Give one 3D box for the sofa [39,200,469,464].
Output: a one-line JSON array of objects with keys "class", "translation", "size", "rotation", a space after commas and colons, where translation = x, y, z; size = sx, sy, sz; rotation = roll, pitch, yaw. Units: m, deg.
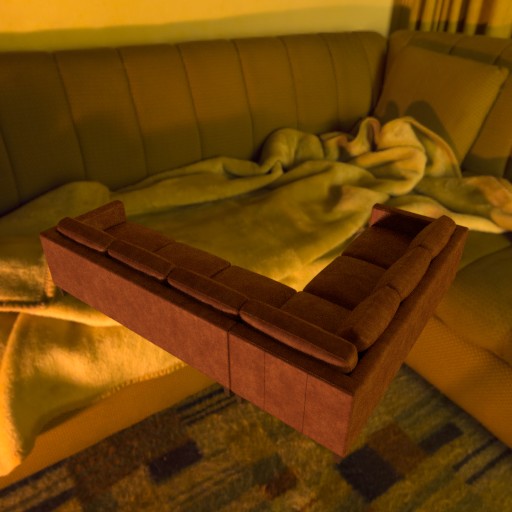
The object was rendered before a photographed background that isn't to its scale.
[{"class": "sofa", "translation": [0.000, 0.000, 4.225], "size": [3.150, 0.838, 2.438], "rotation": [21, 38, 30]}]
